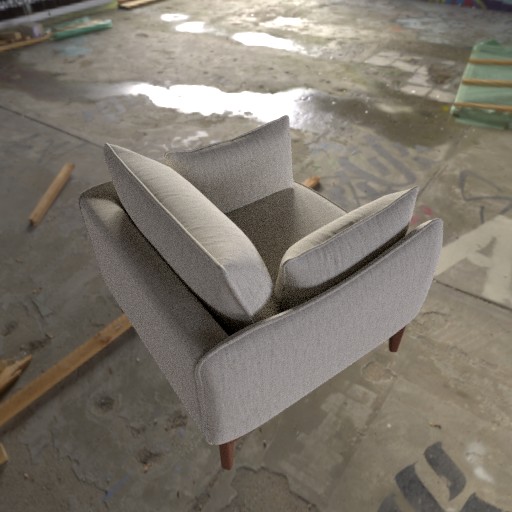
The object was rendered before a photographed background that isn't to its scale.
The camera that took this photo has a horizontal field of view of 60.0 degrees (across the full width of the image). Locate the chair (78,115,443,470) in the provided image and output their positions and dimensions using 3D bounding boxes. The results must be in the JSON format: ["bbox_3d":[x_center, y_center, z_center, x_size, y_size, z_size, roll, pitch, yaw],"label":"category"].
[{"bbox_3d":[0.000,0.000,1.703,0.991,0.855,0.994,-25,47,-26],"label":"chair"}]
